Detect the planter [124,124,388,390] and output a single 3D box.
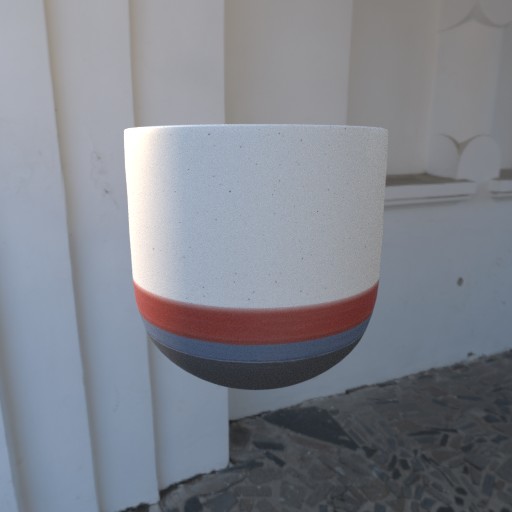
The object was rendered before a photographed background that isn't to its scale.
[{"bbox_3d":[0.000,0.000,0.496,0.268,0.270,0.268,0,14,0],"label":"planter"}]
